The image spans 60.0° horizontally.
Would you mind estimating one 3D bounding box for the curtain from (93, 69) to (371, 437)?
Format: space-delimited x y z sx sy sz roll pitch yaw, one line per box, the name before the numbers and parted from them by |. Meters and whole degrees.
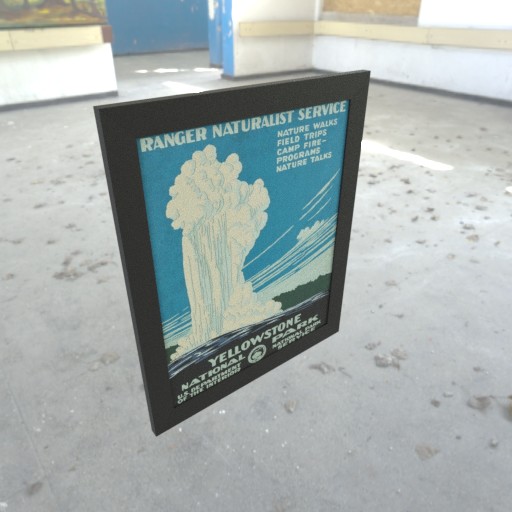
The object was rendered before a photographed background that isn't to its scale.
curtain | 0.000 0.000 0.801 0.483 0.585 0.027 -21 37 -32
